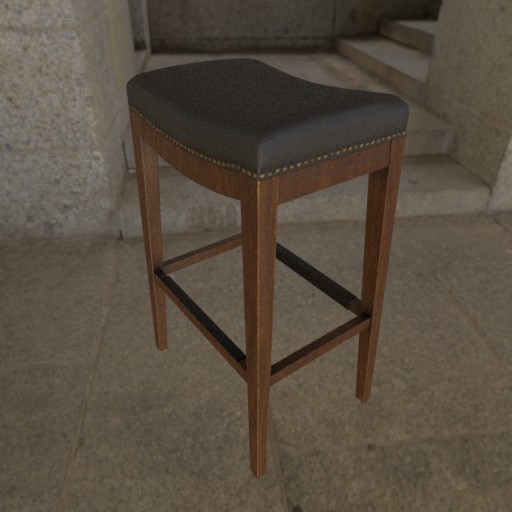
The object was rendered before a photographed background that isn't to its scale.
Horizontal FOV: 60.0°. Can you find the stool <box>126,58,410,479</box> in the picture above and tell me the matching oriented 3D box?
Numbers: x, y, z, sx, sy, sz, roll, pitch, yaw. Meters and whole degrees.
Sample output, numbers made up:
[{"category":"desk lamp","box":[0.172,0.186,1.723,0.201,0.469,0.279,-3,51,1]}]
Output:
[{"category":"stool","box":[0.000,0.000,1.009,0.361,0.765,0.500,-22,40,-30]}]
